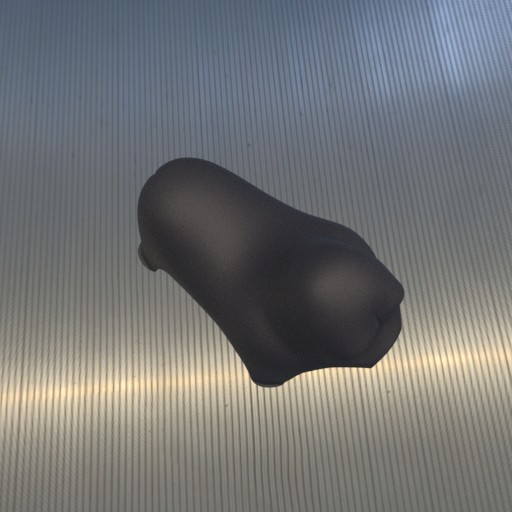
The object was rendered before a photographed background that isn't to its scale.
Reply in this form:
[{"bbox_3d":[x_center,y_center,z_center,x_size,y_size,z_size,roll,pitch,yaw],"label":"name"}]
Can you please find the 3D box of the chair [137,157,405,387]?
[{"bbox_3d":[0.000,0.000,1.131,0.758,0.600,0.490,39,78,10],"label":"chair"}]
